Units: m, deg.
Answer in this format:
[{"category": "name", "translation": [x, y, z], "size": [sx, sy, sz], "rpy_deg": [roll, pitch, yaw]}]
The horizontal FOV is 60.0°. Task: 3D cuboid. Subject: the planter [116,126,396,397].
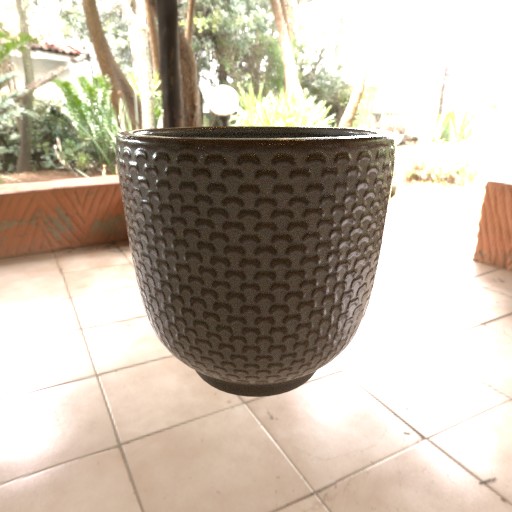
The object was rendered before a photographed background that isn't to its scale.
[{"category": "planter", "translation": [0.000, 0.000, 0.350], "size": [0.197, 0.191, 0.197], "rpy_deg": [0, 18, 0]}]
